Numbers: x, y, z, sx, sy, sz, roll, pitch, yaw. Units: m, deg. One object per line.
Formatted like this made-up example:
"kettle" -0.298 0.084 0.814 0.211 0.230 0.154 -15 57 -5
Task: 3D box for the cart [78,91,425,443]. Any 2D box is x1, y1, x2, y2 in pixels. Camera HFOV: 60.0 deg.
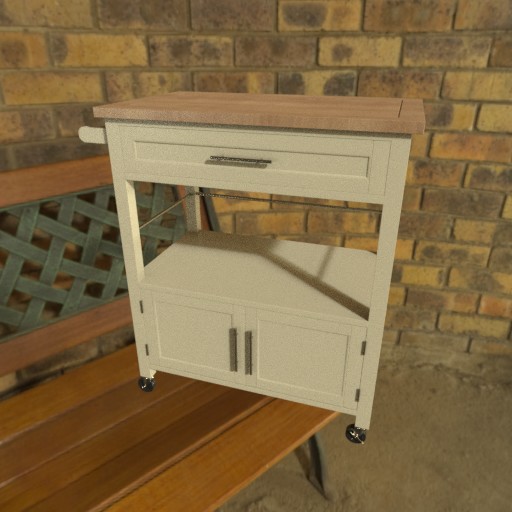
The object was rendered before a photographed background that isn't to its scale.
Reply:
"cart" 0.000 0.000 1.365 0.840 0.901 0.459 8 26 16
